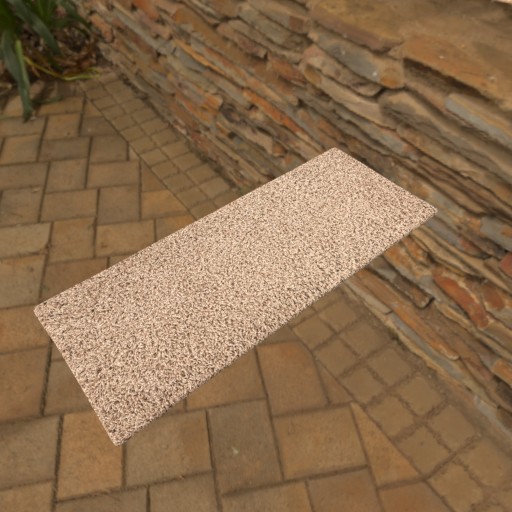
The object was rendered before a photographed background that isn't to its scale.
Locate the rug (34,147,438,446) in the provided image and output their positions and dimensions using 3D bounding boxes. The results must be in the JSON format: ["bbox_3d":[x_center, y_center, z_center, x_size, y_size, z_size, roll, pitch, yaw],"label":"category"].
[{"bbox_3d":[0.000,0.000,1.720,1.524,0.030,0.609,-32,55,-25],"label":"rug"}]
